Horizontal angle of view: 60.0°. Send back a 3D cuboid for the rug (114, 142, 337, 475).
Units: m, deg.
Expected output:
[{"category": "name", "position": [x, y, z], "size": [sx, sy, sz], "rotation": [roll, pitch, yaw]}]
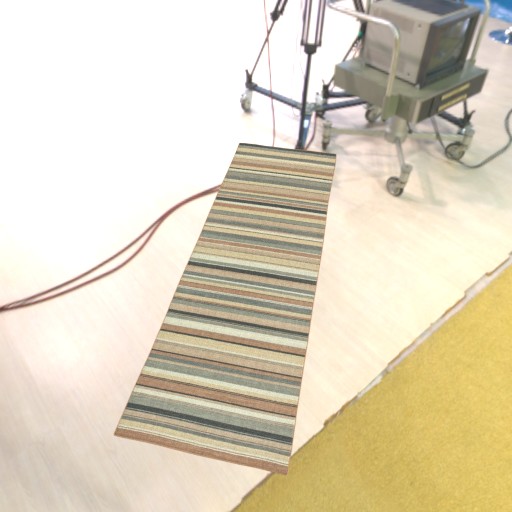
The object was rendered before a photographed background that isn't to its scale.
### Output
[{"category": "rug", "position": [0.000, 0.000, 2.753], "size": [0.799, 0.010, 2.444], "rotation": [9, 47, 8]}]
